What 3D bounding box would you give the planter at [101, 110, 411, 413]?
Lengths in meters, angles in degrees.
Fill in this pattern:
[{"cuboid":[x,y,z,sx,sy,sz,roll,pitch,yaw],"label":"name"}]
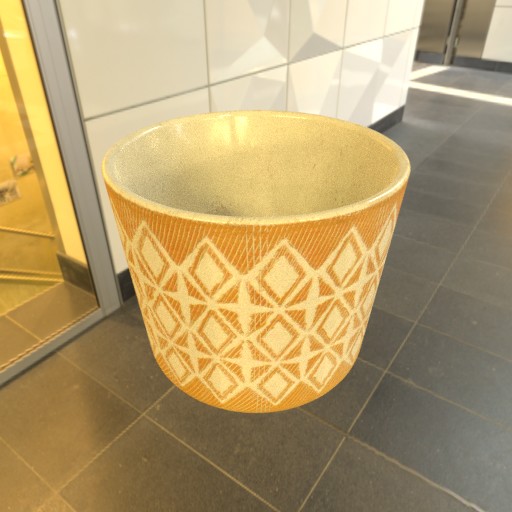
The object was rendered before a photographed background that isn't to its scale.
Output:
[{"cuboid":[0.000,0.000,0.332,0.193,0.165,0.193,0,33,0],"label":"planter"}]
